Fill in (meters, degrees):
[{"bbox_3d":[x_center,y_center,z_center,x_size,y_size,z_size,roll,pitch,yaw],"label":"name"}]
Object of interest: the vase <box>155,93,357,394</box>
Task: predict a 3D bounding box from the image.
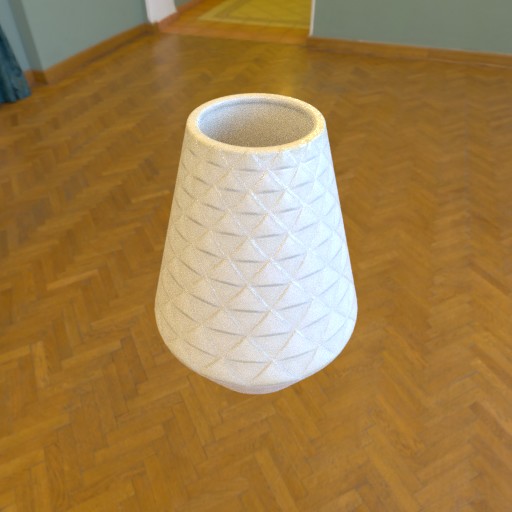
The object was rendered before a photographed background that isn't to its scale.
[{"bbox_3d":[0.000,0.000,0.356,0.175,0.230,0.175,0,41,0],"label":"vase"}]
